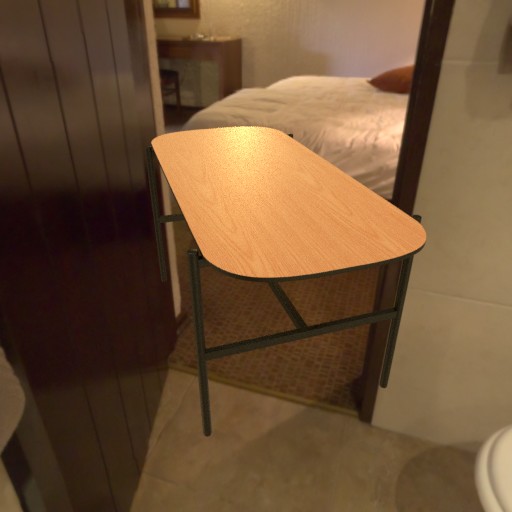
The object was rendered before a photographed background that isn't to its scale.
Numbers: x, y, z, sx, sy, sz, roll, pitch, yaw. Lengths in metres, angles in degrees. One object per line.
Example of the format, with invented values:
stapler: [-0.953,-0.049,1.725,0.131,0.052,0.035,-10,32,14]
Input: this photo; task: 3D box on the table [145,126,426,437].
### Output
table: [0.000,0.000,1.031,0.400,0.400,0.800,-9,31,-16]
